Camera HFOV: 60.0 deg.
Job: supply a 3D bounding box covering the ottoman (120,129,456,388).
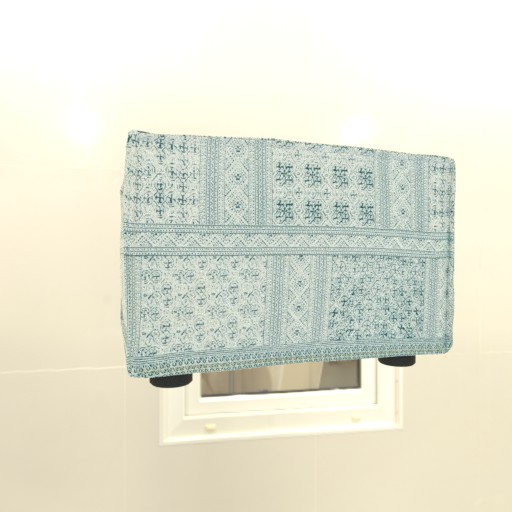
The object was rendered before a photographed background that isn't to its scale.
[{"bbox_3d":[0.000,0.000,1.048,0.617,0.439,0.626,0,0,-18],"label":"ottoman"}]
